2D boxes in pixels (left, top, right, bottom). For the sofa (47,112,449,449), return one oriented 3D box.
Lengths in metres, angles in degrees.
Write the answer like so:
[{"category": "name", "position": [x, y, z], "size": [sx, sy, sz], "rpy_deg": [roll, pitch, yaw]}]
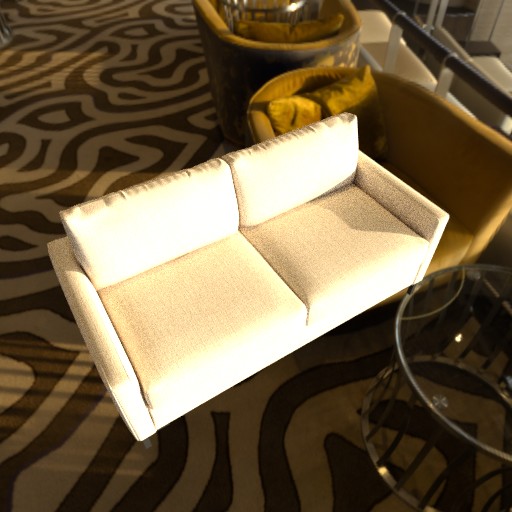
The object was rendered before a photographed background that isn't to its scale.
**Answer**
[{"category": "sofa", "position": [0.000, 0.000, 2.086], "size": [1.651, 0.812, 0.839], "rpy_deg": [-25, 51, -21]}]
